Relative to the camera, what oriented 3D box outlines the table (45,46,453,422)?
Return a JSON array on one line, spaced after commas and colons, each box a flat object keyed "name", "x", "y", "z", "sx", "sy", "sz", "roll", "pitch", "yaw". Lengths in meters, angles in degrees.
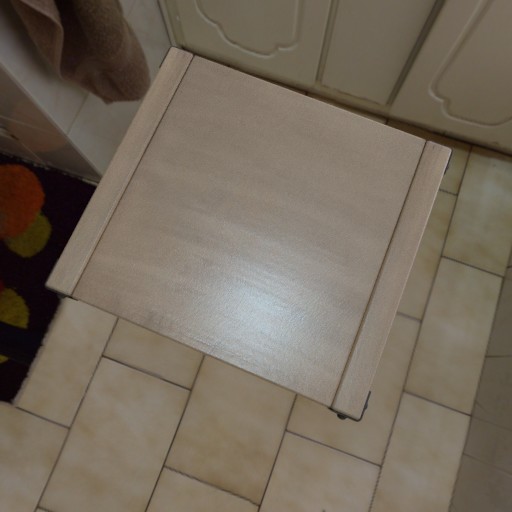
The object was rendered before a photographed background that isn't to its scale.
[{"name": "table", "x": 0.000, "y": 0.000, "z": 0.949, "sx": 0.510, "sy": 0.561, "sz": 0.459, "roll": 22, "pitch": 78, "yaw": 5}]
